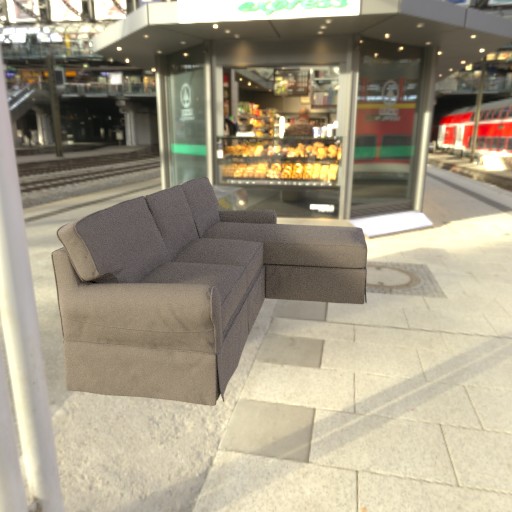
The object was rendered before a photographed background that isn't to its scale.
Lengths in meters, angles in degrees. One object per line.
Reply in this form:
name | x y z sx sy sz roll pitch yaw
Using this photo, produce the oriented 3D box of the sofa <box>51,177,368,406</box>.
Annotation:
sofa | 0.000 0.000 3.324 1.733 0.978 2.475 3 16 9
